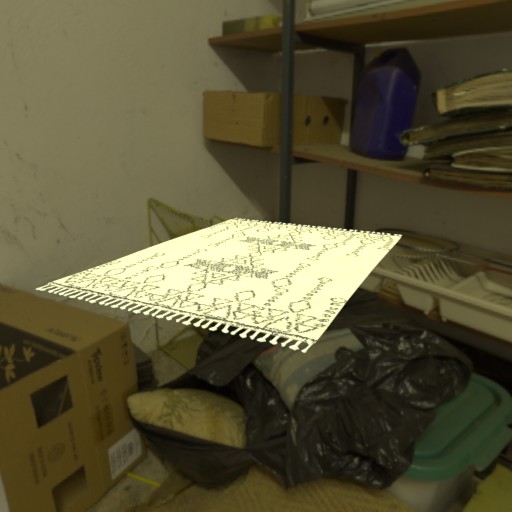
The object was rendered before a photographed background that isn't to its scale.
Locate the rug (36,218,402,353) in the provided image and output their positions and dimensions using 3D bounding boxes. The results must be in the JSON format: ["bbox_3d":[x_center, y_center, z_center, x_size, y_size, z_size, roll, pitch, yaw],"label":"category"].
[{"bbox_3d":[0.000,0.000,4.064,2.125,0.028,3.027,8,18,26],"label":"rug"}]
